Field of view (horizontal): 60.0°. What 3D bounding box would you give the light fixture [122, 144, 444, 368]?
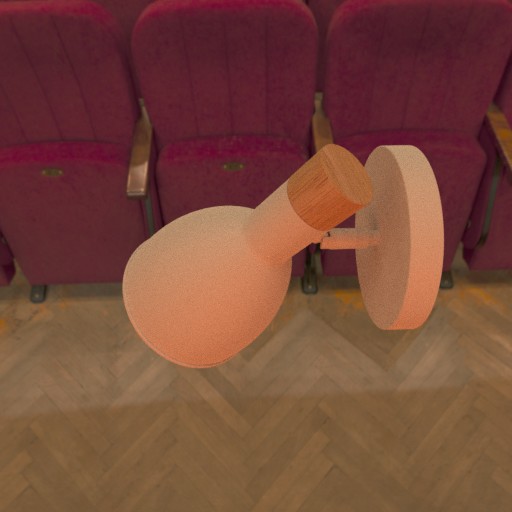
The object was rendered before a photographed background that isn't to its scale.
[{"bbox_3d":[0.000,0.000,0.326,0.209,0.199,0.127,-2,59,-1],"label":"light fixture"}]
